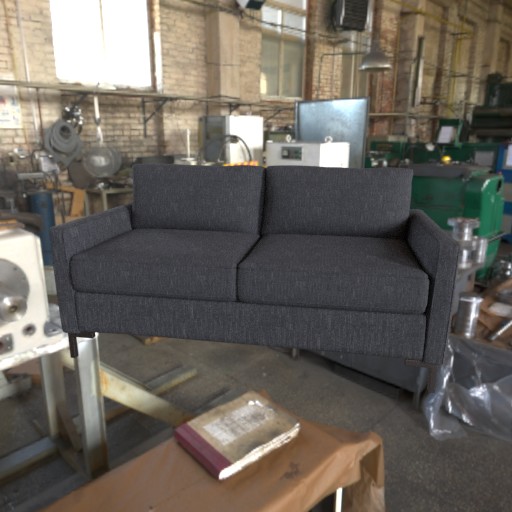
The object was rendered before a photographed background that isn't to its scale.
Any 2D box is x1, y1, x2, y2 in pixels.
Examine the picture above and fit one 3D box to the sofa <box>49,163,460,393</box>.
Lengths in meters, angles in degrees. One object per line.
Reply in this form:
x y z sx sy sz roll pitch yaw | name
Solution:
0.000 0.000 2.214 1.716 0.862 0.866 3 15 10 | sofa
